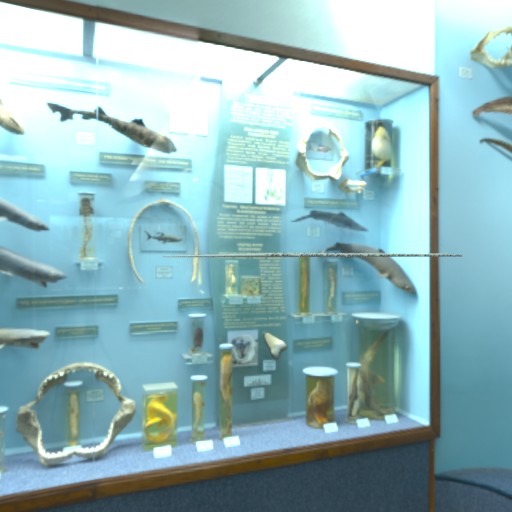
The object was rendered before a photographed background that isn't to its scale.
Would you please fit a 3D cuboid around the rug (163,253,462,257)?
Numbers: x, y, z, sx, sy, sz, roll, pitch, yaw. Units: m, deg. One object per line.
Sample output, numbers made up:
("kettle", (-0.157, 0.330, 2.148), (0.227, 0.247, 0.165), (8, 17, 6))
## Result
("rug", (0.000, 0.000, 2.693), (0.786, 0.013, 2.480), (0, 0, -20))
